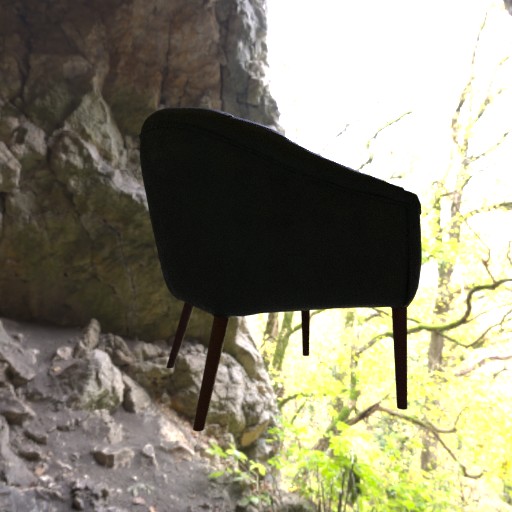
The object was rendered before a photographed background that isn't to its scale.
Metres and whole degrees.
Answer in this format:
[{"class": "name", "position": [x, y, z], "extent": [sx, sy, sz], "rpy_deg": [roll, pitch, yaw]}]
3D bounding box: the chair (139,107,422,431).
[{"class": "chair", "position": [0.000, 0.000, 1.519], "extent": [0.776, 0.885, 0.851], "rpy_deg": [0, 1, -17]}]
